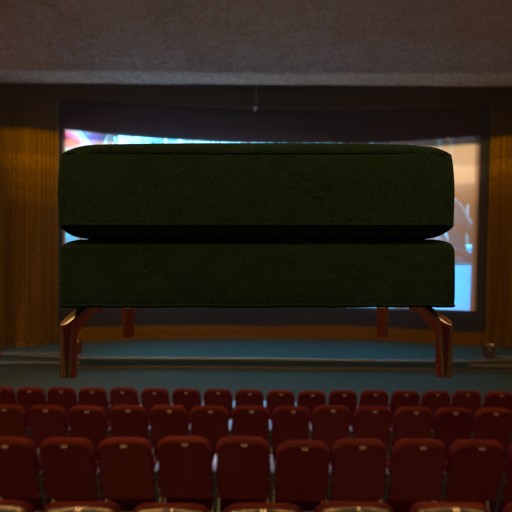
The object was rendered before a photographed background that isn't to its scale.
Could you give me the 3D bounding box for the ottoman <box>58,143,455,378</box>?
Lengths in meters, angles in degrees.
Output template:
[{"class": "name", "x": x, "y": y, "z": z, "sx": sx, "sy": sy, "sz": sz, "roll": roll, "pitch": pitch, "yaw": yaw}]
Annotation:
[{"class": "ottoman", "x": 0.000, "y": 0.000, "z": 1.218, "sx": 0.886, "sy": 0.533, "sz": 0.536, "roll": 0, "pitch": 0, "yaw": 0}]
